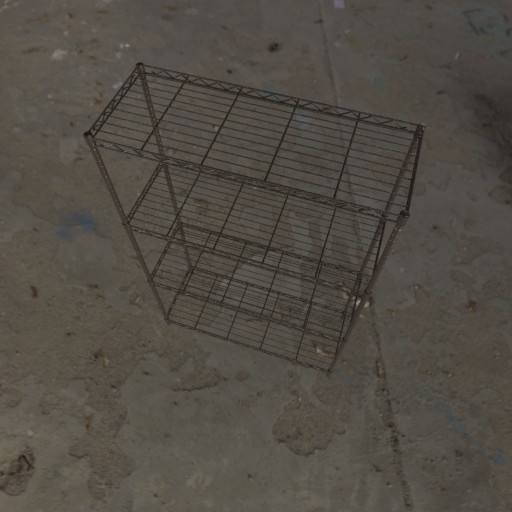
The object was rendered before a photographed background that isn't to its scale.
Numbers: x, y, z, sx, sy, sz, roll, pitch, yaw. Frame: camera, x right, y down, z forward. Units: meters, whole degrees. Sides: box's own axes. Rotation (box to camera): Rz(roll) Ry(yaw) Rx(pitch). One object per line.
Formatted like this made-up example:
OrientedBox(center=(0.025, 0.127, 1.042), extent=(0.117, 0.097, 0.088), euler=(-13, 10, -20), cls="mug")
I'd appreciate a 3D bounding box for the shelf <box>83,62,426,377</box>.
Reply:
OrientedBox(center=(0.000, 0.000, 1.826), extent=(0.907, 1.361, 0.352), euler=(16, 60, 9), cls="shelf")
